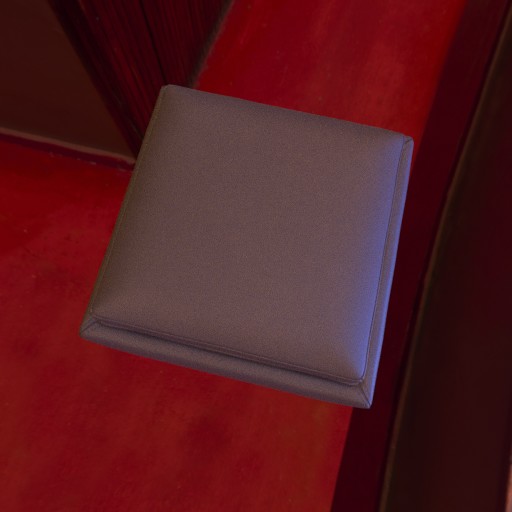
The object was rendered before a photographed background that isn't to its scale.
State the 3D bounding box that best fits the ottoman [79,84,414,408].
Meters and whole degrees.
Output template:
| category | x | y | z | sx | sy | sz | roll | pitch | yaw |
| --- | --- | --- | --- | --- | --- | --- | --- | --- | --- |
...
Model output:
| category | x | y | z | sx | sy | sz | roll | pitch | yaw |
| --- | --- | --- | --- | --- | --- | --- | --- | --- | --- |
| ottoman | 0.000 | 0.000 | 0.834 | 0.451 | 0.460 | 0.450 | 13 | 75 | 3 |
